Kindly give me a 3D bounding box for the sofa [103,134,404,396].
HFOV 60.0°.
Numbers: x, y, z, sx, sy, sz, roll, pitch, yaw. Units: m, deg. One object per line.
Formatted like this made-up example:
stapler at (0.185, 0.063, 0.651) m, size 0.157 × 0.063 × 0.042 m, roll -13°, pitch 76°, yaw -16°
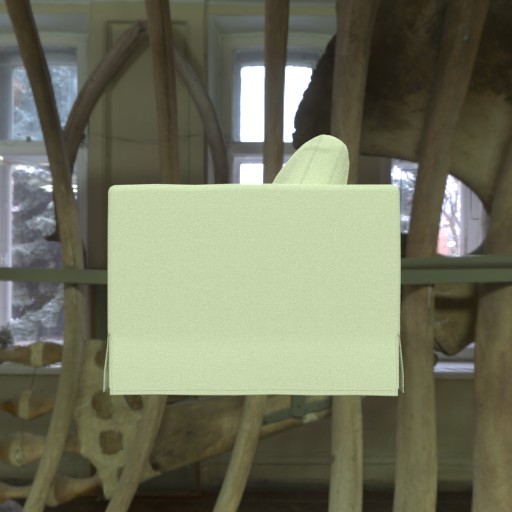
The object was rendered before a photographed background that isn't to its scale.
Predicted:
sofa at (0.000, 0.000, 2.365) m, size 1.009 × 0.932 × 1.813 m, roll 0°, pitch 0°, yaw 1°
